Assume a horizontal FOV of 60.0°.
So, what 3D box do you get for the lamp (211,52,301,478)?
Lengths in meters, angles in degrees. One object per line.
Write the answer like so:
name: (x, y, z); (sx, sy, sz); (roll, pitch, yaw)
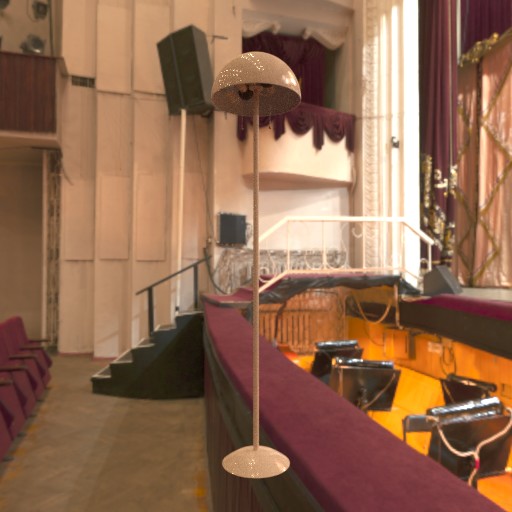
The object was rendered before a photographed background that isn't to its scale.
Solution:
lamp: (0.000, 0.000, 1.607); (0.328, 1.480, 0.328); (0, -2, -17)
